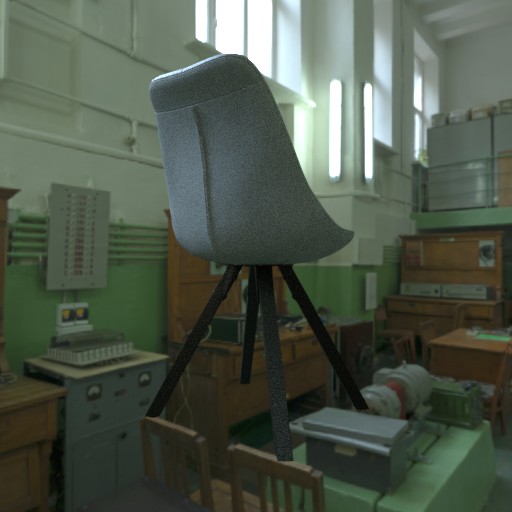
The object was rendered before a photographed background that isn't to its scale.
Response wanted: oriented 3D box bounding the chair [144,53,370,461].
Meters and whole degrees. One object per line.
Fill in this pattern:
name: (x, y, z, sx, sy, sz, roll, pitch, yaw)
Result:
chair: (0.000, 0.000, 1.191, 0.485, 0.850, 0.550, 0, 0, 36)
